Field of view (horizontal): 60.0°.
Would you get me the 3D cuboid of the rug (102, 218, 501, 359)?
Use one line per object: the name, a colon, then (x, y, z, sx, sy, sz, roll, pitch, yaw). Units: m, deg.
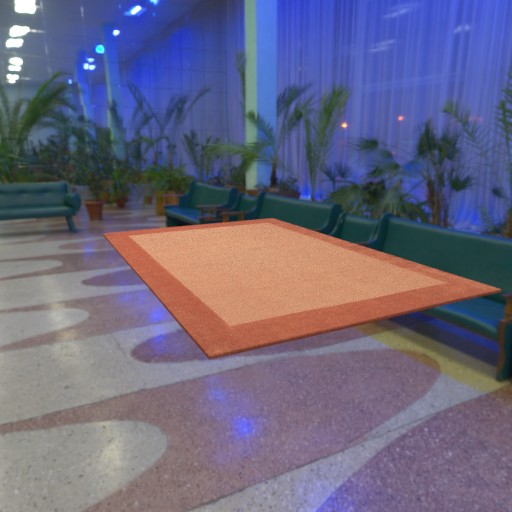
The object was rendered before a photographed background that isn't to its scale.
rug: (0.000, 0.000, 2.249, 1.219, 0.014, 1.829, -7, 16, -26)
